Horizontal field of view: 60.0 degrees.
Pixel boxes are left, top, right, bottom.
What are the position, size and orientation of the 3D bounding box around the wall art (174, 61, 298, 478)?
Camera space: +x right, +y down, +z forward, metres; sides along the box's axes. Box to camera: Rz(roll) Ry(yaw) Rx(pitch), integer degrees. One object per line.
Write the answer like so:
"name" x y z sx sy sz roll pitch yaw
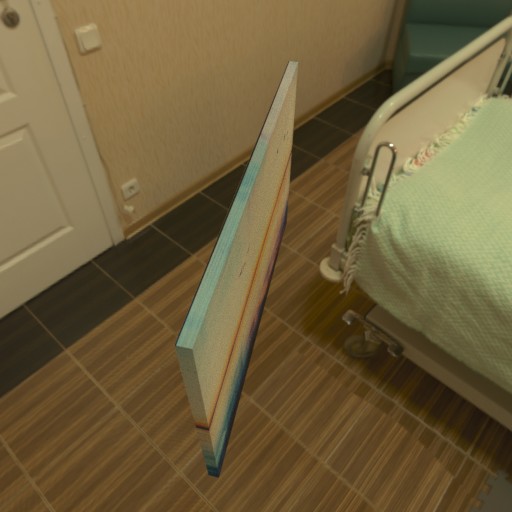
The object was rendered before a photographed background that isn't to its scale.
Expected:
"wall art" 0.000 0.000 0.757 0.018 0.402 0.604 10 49 9
